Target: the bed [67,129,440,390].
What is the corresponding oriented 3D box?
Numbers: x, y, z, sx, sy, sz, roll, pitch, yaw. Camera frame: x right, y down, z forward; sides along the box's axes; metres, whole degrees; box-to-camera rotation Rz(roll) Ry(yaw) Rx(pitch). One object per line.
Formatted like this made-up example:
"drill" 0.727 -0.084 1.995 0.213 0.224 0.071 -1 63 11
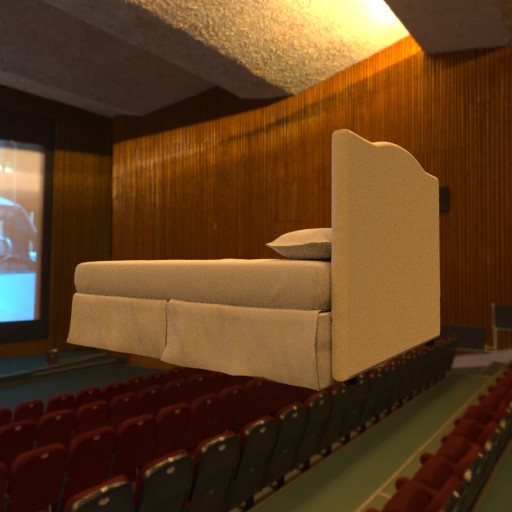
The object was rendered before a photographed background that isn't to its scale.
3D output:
"bed" 0.000 0.000 3.684 2.477 1.437 1.977 -1 -1 37
